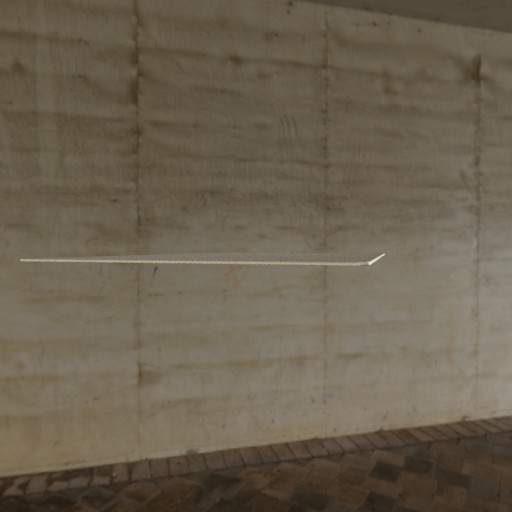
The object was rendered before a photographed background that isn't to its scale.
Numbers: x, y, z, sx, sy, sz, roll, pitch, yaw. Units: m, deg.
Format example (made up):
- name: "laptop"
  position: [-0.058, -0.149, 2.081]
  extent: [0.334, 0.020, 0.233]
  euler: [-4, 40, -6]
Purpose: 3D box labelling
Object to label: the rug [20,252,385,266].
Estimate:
- name: "rug"
  position: [0.000, 0.000, 2.831]
  extent: [1.532, 0.017, 2.244]
  euler: [0, 1, 18]
